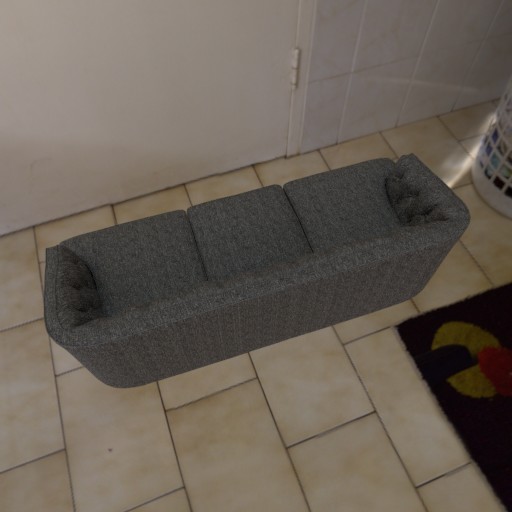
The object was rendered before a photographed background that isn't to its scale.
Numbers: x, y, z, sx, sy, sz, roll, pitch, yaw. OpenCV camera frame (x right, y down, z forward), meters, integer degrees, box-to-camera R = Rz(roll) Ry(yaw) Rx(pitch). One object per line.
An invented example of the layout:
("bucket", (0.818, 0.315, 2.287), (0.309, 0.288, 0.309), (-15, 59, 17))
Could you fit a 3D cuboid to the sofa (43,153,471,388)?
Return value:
("sofa", (0.000, 0.000, 2.693), (2.278, 0.855, 0.941), (-16, 60, -9))
